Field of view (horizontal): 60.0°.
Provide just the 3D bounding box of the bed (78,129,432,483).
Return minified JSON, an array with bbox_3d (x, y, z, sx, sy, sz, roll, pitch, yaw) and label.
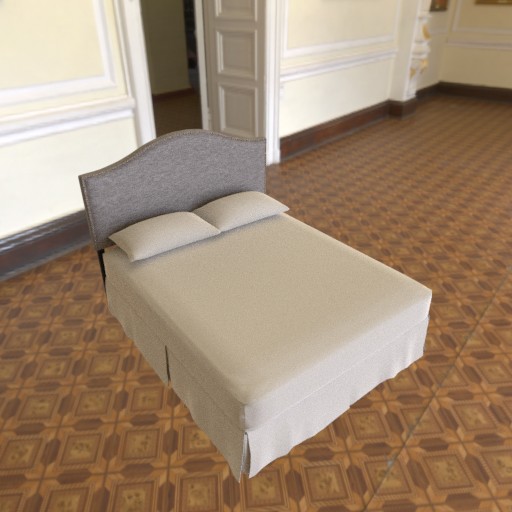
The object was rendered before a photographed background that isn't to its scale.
[{"bbox_3d":[0.000,0.000,2.975,1.610,1.295,1.870,-21,37,-32],"label":"bed"}]
